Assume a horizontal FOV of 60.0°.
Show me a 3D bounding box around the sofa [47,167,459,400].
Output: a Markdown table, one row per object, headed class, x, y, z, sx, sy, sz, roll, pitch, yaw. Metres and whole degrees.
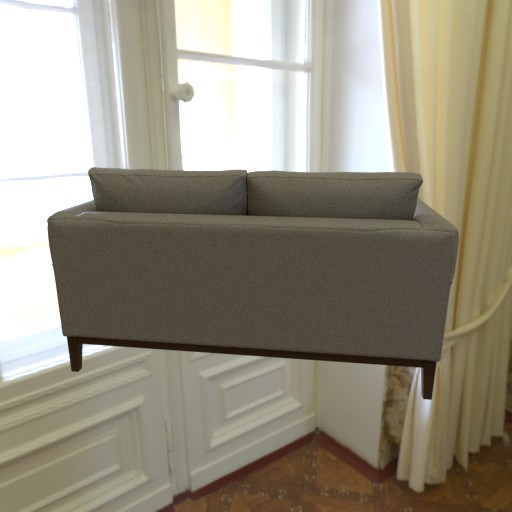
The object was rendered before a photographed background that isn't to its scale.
| class | x | y | z | sx | sy | sz | roll | pitch | yaw |
| --- | --- | --- | --- | --- | --- | --- | --- | --- | --- |
| sofa | 0.000 | 0.000 | 2.143 | 1.598 | 0.873 | 0.899 | 2 | 17 | 8 |
